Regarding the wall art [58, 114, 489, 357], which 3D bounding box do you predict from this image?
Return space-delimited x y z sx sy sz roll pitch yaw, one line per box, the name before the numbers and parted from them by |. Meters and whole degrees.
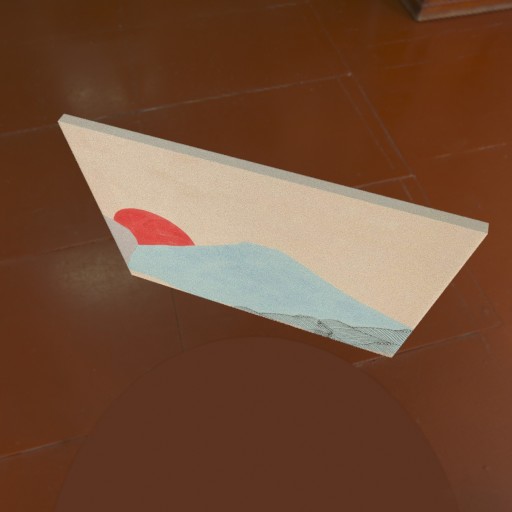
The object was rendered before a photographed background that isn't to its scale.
wall art | 0.000 0.000 1.591 1.219 0.912 0.042 16 59 10
